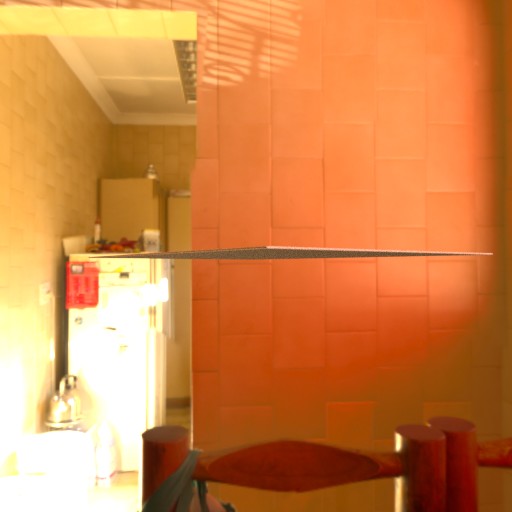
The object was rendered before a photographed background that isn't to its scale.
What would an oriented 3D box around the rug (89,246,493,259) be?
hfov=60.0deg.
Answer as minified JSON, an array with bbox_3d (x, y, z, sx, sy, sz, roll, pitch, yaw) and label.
[{"bbox_3d":[0.000,0.000,2.312,1.220,0.007,1.828,1,-2,-35],"label":"rug"}]
